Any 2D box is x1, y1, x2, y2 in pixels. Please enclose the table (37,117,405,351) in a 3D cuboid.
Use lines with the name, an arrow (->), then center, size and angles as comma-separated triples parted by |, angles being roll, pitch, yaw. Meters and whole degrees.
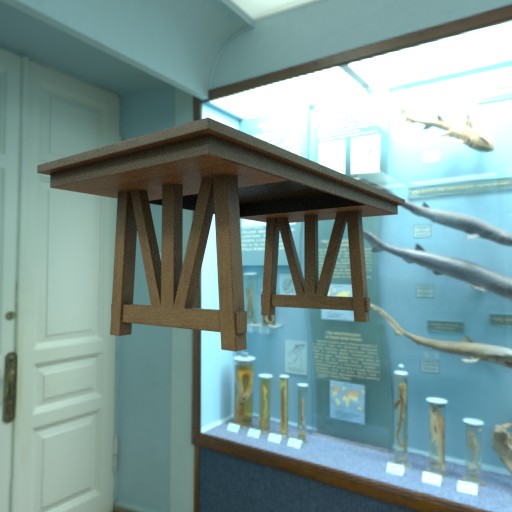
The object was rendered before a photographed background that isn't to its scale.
table -> 0.000, 0.000, 2.400 | 1.016, 0.768, 1.881 | -2, -3, 36
